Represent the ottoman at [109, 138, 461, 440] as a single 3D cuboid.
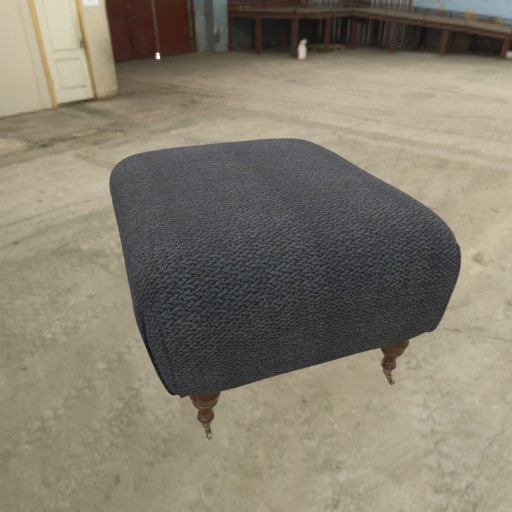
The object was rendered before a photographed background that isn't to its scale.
[{"bbox_3d":[0.000,0.000,1.092,0.622,0.450,0.747,-10,32,-17],"label":"ottoman"}]
